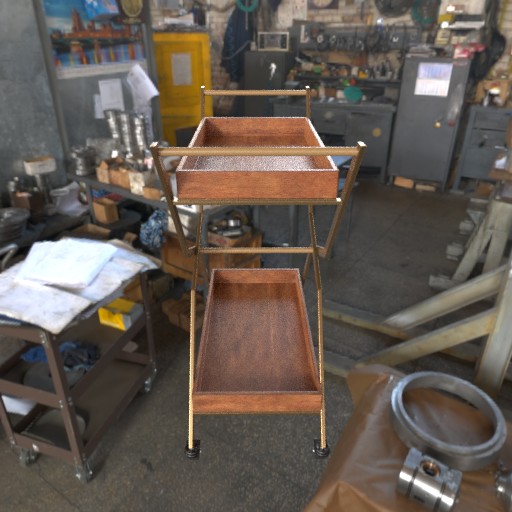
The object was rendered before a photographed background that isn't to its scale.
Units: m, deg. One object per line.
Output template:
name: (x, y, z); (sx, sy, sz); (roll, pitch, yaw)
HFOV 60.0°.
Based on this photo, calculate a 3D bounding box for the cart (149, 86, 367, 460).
cart: (0.000, 0.000, 1.335); (0.405, 0.869, 0.836); (0, 28, 0)
